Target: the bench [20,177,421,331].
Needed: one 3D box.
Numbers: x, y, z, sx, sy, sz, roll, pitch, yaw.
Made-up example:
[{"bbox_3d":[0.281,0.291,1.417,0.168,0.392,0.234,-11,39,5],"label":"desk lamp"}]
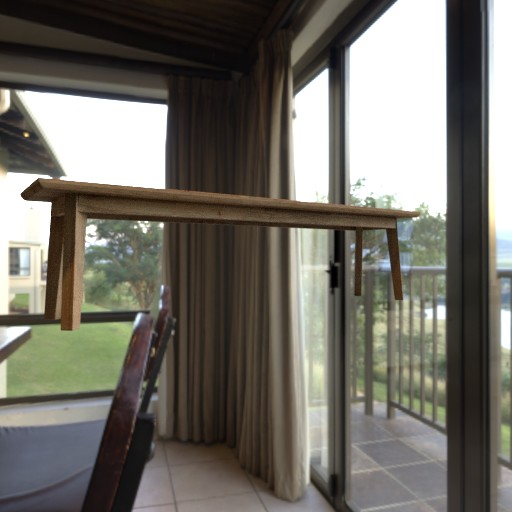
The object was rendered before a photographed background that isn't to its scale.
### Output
[{"bbox_3d":[0.000,0.000,1.840,1.698,0.431,0.378,0,0,-35],"label":"bench"}]
